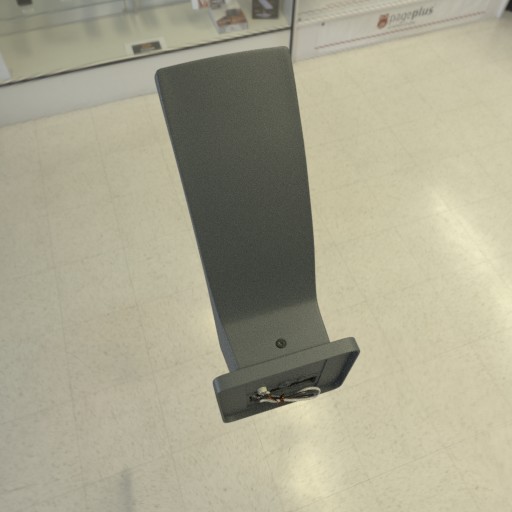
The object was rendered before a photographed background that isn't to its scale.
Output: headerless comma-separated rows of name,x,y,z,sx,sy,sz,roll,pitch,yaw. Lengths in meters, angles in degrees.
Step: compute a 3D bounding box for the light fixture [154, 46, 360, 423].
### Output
light fixture,0.000,0.000,0.329,0.108,0.243,0.174,-15,59,-9
